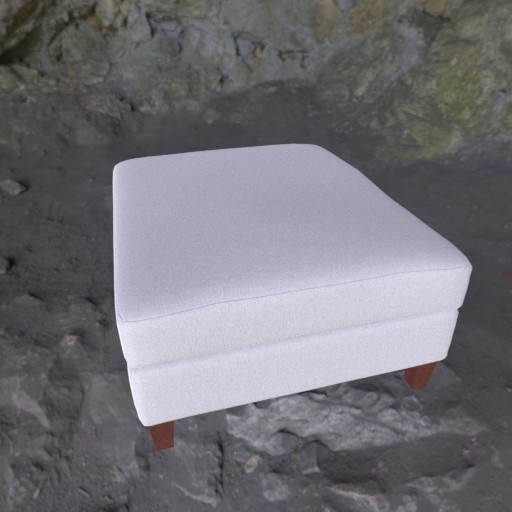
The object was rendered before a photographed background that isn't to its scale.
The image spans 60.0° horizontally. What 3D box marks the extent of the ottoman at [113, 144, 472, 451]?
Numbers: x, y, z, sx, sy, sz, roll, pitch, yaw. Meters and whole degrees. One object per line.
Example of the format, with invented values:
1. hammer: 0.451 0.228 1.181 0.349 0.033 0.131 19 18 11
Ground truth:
1. ottoman: 0.000 0.000 1.436 0.836 0.492 0.976 -8 32 -13
